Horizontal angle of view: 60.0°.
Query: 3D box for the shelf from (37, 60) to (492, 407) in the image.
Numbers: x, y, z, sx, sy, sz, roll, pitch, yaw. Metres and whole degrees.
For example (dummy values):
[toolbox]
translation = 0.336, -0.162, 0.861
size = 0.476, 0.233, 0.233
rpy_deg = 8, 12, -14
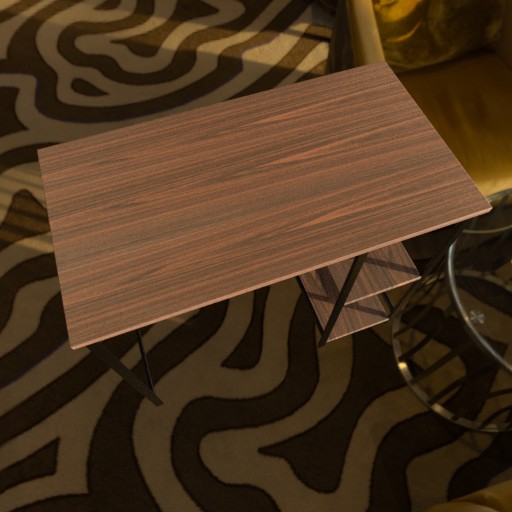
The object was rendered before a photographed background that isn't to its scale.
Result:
[shelf]
translation = 0.000, 0.000, 1.322
size = 0.902, 0.750, 0.498
rpy_deg = -18, 64, -9
